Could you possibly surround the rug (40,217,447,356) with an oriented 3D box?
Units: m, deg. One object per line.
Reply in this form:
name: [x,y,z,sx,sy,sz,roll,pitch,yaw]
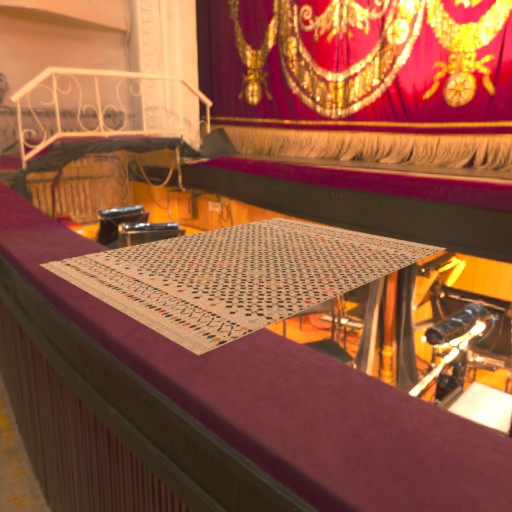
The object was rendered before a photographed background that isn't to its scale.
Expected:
rug: [0.000,0.000,2.090,1.556,0.006,1.146,-15,22,-42]
